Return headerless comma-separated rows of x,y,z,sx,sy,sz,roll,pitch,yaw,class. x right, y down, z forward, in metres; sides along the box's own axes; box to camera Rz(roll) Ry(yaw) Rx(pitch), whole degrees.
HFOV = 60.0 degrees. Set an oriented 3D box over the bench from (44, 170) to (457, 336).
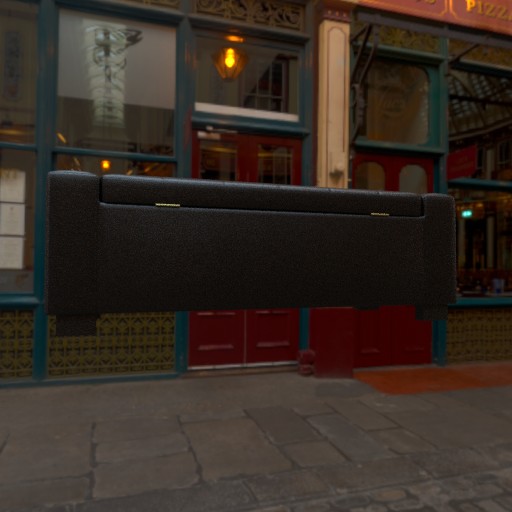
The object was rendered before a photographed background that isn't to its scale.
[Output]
0.000,0.000,1.565,1.296,0.445,0.508,1,-2,-18,bench
